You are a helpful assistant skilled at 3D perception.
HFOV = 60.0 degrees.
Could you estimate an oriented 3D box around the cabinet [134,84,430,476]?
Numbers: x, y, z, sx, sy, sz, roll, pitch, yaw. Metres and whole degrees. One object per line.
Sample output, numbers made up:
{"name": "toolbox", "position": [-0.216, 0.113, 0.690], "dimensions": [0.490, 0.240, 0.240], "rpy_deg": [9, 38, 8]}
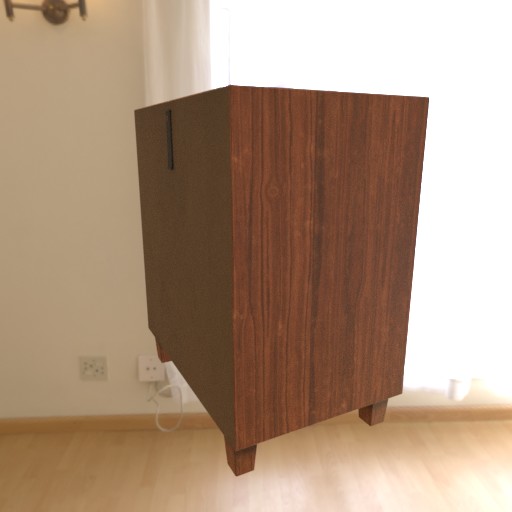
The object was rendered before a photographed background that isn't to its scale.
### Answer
{"name": "cabinet", "position": [0.000, 0.000, 1.070], "dimensions": [0.410, 0.695, 0.607], "rpy_deg": [-7, 16, -27]}
